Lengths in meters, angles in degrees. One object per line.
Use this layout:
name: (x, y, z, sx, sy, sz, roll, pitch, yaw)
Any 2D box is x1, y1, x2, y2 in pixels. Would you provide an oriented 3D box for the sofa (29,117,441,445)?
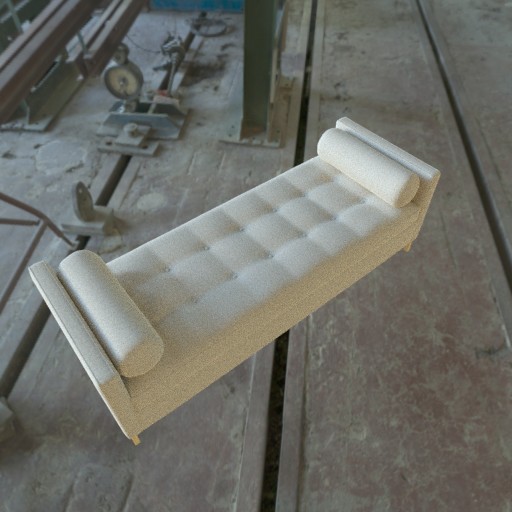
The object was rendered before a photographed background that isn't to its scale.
sofa: (0.000, 0.000, 2.369, 1.985, 0.641, 0.746, -31, 55, -25)
